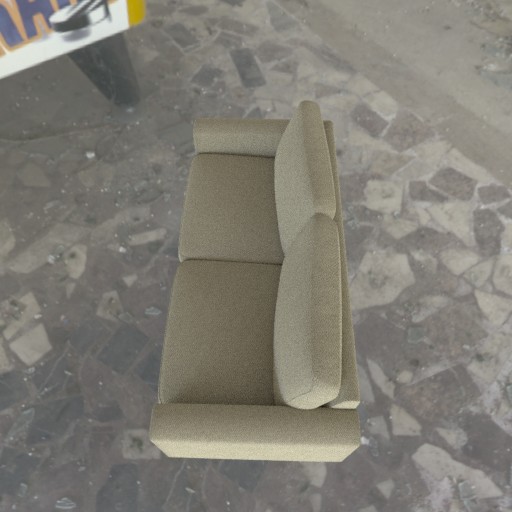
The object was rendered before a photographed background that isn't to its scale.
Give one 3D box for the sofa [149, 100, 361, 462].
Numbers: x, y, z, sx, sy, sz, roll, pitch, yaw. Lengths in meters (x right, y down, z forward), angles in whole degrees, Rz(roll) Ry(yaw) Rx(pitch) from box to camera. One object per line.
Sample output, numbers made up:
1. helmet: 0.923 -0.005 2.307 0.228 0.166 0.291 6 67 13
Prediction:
1. sofa: 0.000 0.000 2.704 1.016 0.873 2.179 1 58 1
